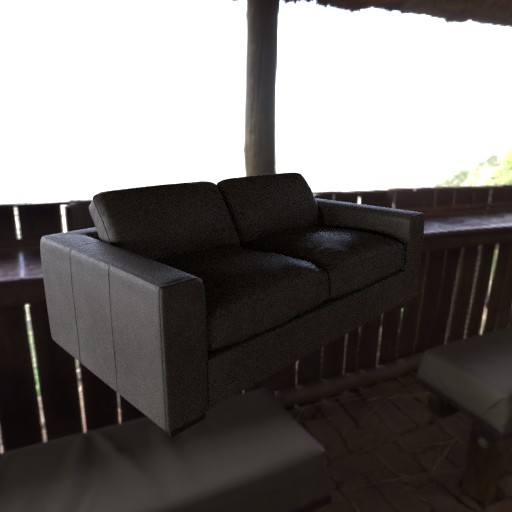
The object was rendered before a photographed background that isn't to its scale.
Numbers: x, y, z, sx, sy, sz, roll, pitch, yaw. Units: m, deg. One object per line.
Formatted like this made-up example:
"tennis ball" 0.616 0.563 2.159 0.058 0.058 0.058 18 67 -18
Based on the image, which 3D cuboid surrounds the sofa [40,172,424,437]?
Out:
"sofa" 0.000 0.000 2.458 1.920 0.800 1.070 -15 22 -43
